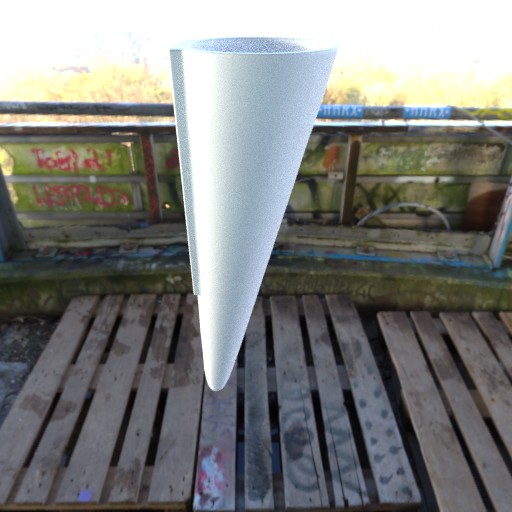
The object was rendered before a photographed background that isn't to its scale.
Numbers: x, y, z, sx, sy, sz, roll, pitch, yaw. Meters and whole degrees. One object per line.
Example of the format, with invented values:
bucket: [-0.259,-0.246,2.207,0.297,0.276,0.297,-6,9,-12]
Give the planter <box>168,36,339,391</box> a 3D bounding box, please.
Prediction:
planter: [0.000,0.000,0.222,0.064,0.193,0.057,1,32,1]
